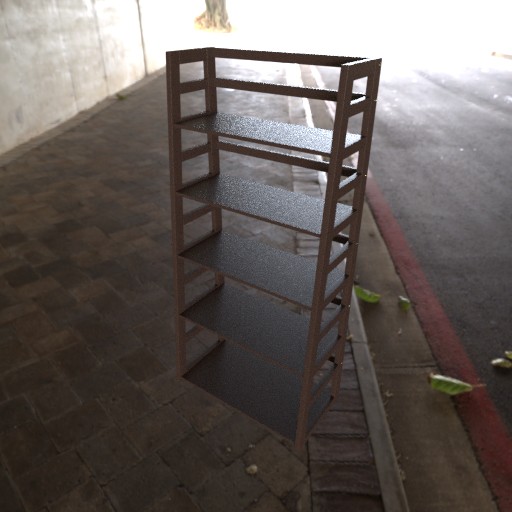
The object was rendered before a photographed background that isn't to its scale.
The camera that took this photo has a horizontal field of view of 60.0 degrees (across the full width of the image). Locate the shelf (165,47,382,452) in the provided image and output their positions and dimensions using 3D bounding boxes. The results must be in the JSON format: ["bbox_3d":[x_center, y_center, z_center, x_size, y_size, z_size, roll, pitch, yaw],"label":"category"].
[{"bbox_3d":[0.000,0.000,1.936,0.763,1.600,0.403,19,35,30],"label":"shelf"}]
